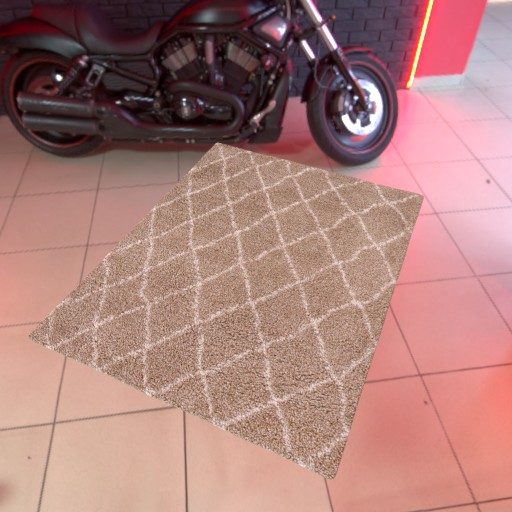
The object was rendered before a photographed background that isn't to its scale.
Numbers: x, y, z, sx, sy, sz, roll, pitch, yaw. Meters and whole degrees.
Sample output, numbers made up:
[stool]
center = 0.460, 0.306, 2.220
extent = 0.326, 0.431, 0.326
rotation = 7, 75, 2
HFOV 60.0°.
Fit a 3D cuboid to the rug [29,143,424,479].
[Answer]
[rug]
center = 0.000, 0.000, 3.983
extent = 2.438, 0.029, 3.047
rotation = 18, 48, 17
